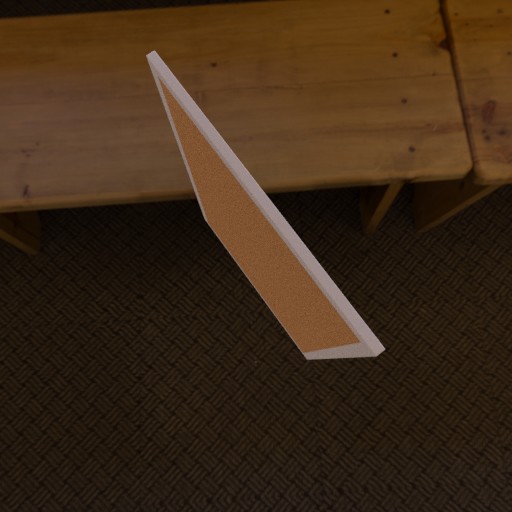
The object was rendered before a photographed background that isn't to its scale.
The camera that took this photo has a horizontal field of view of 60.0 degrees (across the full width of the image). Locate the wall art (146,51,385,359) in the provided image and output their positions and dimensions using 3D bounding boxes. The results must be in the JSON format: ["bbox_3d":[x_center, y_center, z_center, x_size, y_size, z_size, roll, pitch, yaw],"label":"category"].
[{"bbox_3d":[0.000,0.000,0.835,0.013,0.656,0.456,-35,79,-8],"label":"wall art"}]
